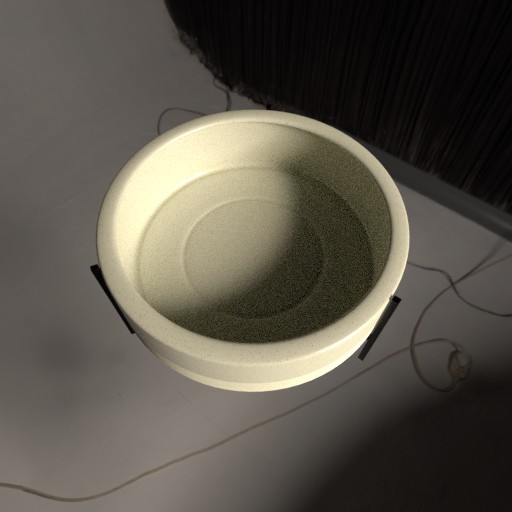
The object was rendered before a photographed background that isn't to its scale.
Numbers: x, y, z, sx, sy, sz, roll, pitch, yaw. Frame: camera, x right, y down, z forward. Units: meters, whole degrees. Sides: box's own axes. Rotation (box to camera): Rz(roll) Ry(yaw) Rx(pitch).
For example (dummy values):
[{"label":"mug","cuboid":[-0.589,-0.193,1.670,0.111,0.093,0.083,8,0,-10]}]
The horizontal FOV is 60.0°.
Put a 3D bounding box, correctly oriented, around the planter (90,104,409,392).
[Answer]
[{"label":"planter","cuboid":[0.000,0.000,0.549,0.345,0.171,0.336,32,64,18]}]
